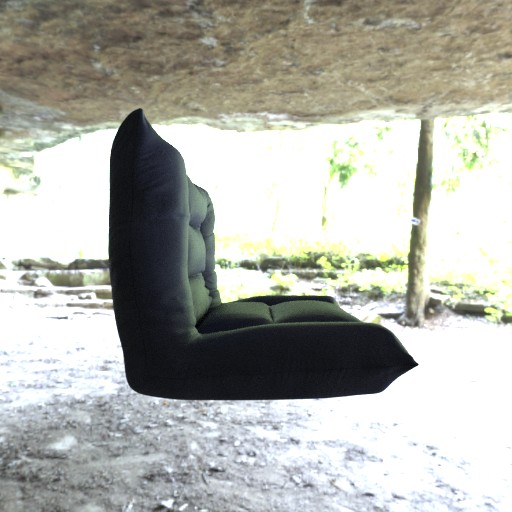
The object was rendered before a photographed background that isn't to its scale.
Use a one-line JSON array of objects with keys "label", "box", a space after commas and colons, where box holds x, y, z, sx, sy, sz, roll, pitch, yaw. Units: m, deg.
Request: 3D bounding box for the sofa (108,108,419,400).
[{"label": "sofa", "box": [0.000, 0.000, 1.708, 0.849, 0.778, 1.122, 0, 0, 0]}]
